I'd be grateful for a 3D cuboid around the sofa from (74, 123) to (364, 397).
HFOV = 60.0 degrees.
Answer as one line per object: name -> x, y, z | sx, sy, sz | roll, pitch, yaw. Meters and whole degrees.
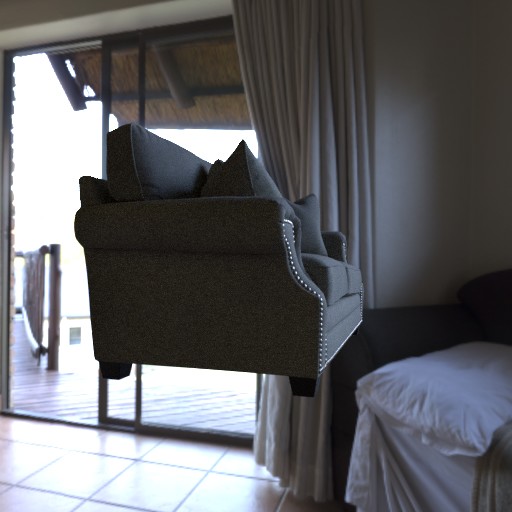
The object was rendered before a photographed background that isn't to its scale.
sofa -> 0.000, 0.000, 2.288 | 0.966, 0.966, 1.701 | -1, -2, 18
